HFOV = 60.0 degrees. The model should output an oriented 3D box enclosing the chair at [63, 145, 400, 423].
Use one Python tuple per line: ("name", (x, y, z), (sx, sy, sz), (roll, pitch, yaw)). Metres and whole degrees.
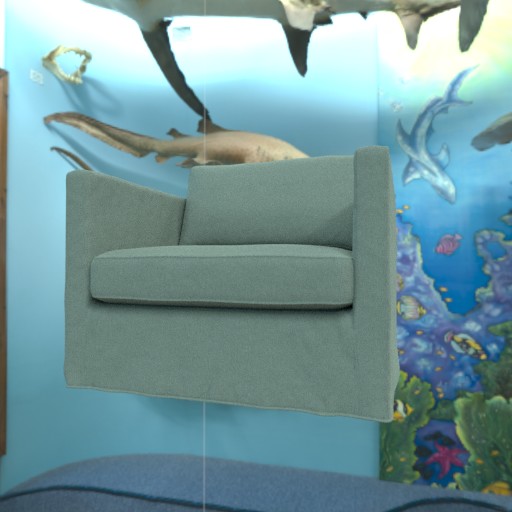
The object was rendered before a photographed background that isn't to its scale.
("chair", (0.000, 0.000, 1.719), (1.057, 0.863, 0.949), (0, -1, 18))
